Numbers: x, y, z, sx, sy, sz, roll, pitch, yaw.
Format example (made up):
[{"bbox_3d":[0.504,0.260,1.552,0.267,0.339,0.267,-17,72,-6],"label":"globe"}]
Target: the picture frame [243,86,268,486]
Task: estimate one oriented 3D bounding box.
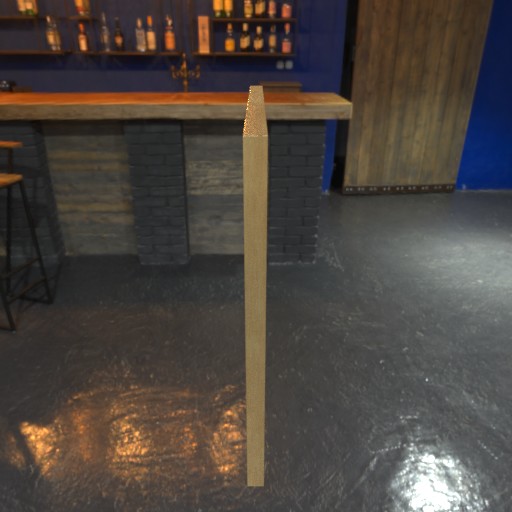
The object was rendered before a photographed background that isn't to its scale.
[{"bbox_3d":[0.000,0.000,1.151,0.037,0.761,0.758,0,26,0],"label":"picture frame"}]
